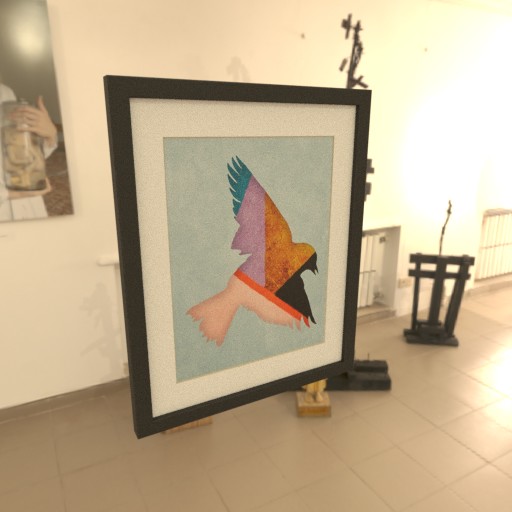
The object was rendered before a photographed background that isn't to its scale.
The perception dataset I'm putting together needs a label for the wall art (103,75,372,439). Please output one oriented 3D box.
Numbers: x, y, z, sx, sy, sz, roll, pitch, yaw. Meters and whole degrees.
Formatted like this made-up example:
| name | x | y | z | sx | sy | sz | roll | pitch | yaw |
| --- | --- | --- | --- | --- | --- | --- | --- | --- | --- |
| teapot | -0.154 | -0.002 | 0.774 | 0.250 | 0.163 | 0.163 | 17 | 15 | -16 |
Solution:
| name | x | y | z | sx | sy | sz | roll | pitch | yaw |
| --- | --- | --- | --- | --- | --- | --- | --- | --- | --- |
| wall art | 0.000 | 0.000 | 0.768 | 0.457 | 0.558 | 0.028 | -9 | 18 | -28 |
